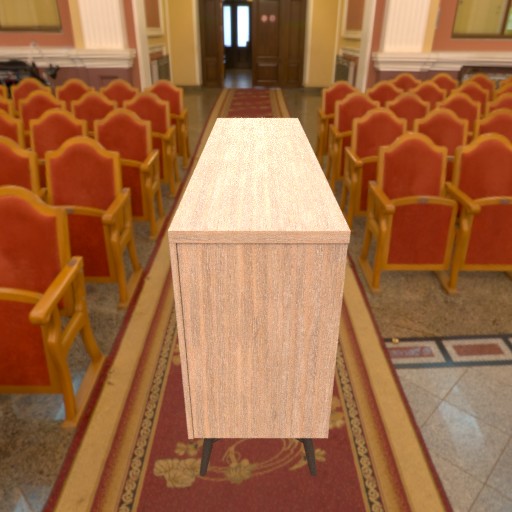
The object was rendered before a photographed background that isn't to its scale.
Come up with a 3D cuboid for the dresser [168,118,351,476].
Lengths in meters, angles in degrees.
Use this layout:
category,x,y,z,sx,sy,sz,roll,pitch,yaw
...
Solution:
category,x,y,z,sx,sy,sz,roll,pitch,yaw
dresser,0.000,0.000,1.953,0.457,0.914,1.524,0,27,0
